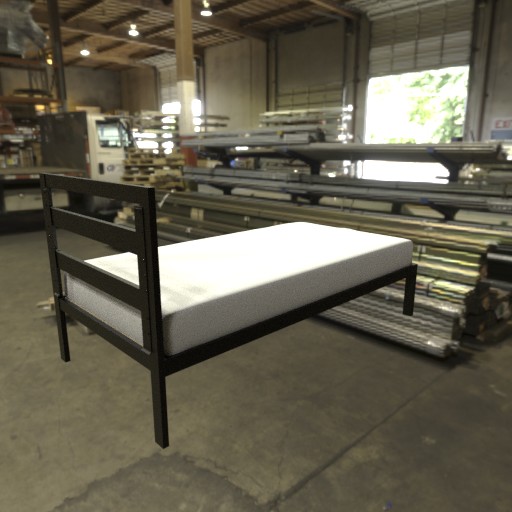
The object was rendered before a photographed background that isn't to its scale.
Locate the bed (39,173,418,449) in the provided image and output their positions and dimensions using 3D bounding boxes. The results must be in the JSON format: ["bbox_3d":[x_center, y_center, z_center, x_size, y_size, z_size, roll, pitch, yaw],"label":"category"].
[{"bbox_3d":[0.000,0.000,2.516,1.930,0.967,0.991,-13,19,-42],"label":"bed"}]
